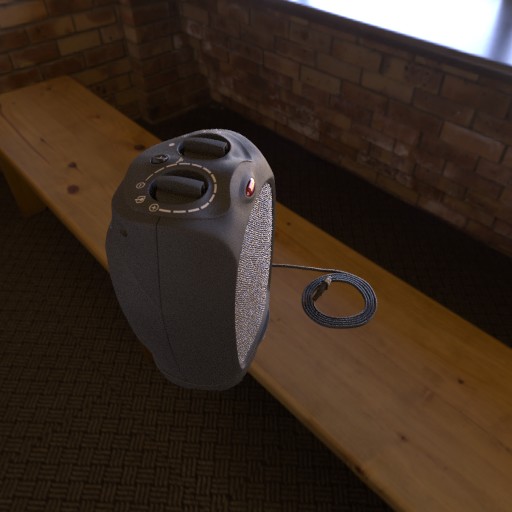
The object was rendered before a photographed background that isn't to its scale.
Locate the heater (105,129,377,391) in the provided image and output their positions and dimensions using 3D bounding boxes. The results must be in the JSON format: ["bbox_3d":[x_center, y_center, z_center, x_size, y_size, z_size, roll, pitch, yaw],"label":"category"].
[{"bbox_3d":[0.000,0.000,0.472,0.291,0.255,0.239,11,46,10],"label":"heater"}]
